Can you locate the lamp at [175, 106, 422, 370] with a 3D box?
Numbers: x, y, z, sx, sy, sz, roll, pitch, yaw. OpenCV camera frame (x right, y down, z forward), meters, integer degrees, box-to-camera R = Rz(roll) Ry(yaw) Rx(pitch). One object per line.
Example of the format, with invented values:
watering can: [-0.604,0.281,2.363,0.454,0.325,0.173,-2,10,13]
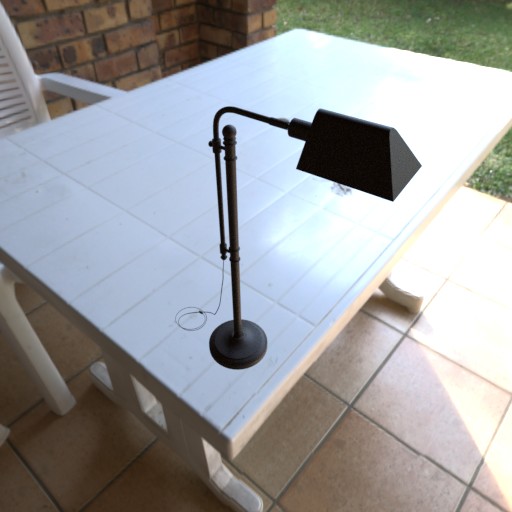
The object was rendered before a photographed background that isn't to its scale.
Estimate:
lamp: [0.000,0.000,0.953,0.545,0.708,0.159,25,47,25]
